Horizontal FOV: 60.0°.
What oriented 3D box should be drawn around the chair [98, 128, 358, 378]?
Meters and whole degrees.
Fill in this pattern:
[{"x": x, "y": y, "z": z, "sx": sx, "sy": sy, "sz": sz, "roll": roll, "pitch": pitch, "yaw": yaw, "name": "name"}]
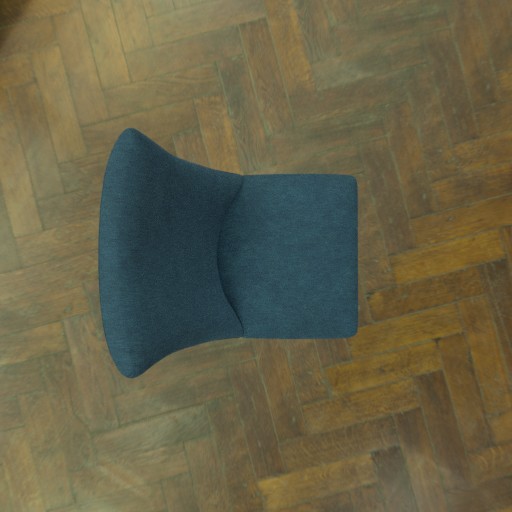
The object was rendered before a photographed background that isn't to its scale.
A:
[{"x": 0.000, "y": 0.000, "z": 1.275, "sx": 0.609, "sy": 0.902, "sz": 0.495, "roll": 0, "pitch": 89, "yaw": 0, "name": "chair"}]
